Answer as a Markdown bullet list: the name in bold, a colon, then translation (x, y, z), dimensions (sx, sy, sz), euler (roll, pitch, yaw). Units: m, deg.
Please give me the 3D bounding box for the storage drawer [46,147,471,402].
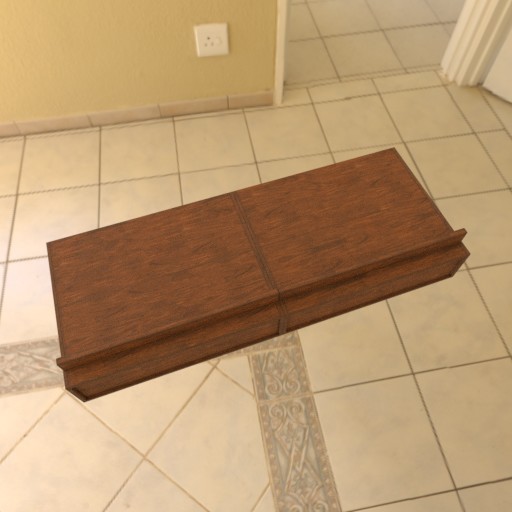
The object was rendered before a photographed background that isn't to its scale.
- **storage drawer**: translation (0.000, 0.000, 2.227), dimensions (1.914, 0.339, 0.774), euler (-17, 60, -10)
